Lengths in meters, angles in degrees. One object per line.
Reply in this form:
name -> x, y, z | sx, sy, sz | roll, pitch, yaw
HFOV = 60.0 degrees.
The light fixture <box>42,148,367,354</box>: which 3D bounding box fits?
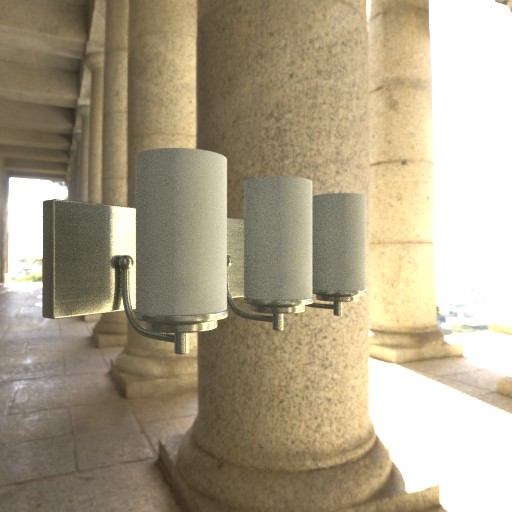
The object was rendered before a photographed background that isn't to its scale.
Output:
light fixture -> 0.000, 0.000, 0.535 | 0.145, 0.172, 0.451 | 0, 0, 36
